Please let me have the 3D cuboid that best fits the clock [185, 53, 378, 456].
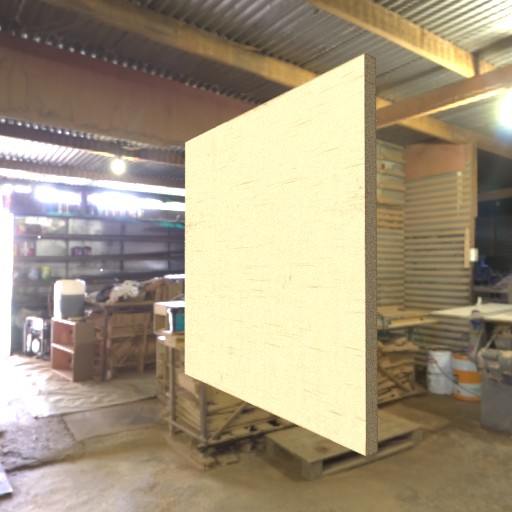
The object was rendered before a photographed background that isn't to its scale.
[{"bbox_3d":[0.000,0.000,1.072,0.032,0.705,0.705,1,-1,-35],"label":"clock"}]
